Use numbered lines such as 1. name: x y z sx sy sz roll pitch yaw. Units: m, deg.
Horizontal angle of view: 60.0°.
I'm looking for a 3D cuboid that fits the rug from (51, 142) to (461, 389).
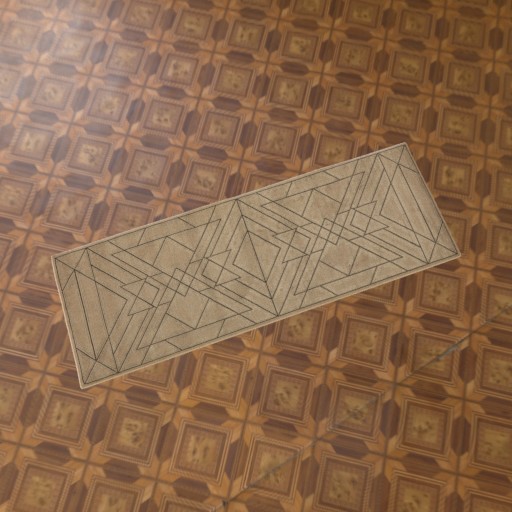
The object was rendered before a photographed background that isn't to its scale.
1. rug: 0.000 0.000 2.710 2.381 0.036 0.831 -19 75 -5
